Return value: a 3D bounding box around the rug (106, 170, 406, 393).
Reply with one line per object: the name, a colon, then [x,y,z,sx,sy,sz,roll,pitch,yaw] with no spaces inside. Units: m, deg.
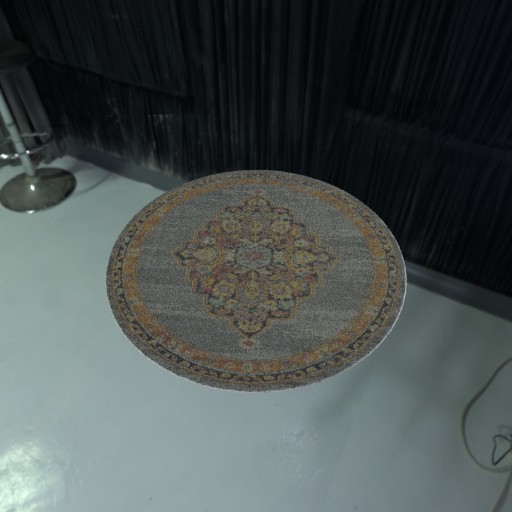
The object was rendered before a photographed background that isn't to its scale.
rug: [0.000,0.000,2.419,1.598,0.010,1.598,0,46,0]
